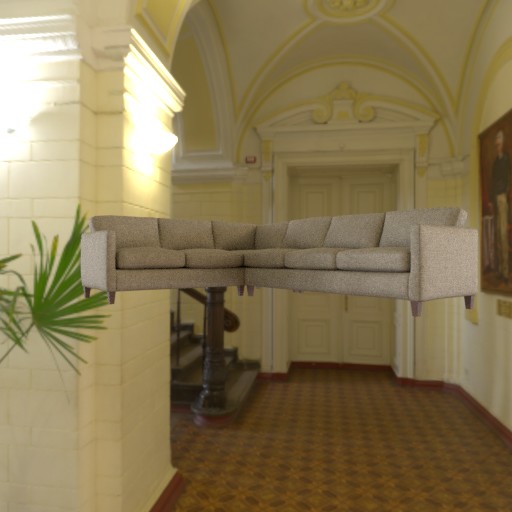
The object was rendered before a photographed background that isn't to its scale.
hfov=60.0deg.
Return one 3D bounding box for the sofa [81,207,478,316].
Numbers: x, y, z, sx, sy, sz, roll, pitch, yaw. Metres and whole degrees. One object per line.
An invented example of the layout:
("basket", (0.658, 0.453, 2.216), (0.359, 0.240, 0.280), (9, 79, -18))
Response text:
("sofa", (0.000, 0.000, 4.486), (2.593, 0.947, 3.302), (0, 0, -37))
